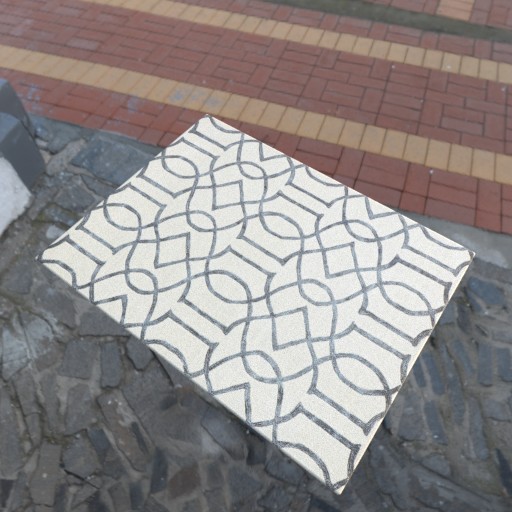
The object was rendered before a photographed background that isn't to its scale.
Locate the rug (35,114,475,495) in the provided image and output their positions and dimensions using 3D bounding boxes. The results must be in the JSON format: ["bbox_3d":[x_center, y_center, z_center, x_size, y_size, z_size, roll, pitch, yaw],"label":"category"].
[{"bbox_3d":[0.000,0.000,3.669,2.910,0.021,2.211,32,63,19],"label":"rug"}]
